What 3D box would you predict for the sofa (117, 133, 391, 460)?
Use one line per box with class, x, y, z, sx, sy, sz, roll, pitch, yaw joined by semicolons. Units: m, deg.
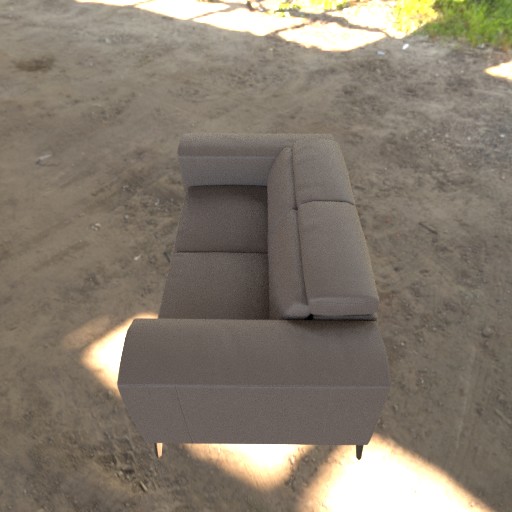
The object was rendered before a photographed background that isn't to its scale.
sofa;0.000;0.000;2.403;1.003;0.779;1.895;0;43;0
